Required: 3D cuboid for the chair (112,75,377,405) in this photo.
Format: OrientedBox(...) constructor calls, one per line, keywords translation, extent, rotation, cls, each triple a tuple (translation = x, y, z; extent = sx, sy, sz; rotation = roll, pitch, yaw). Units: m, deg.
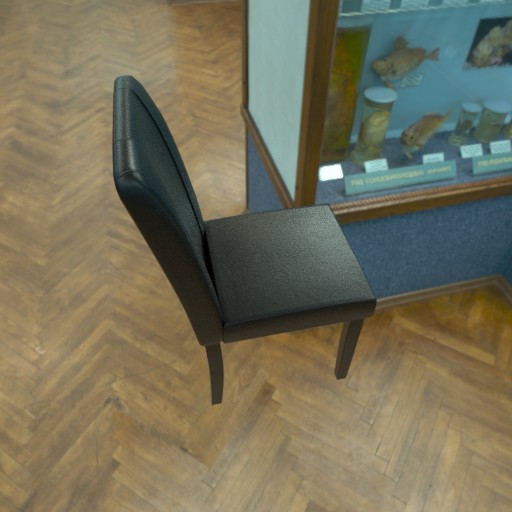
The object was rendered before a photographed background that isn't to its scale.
OrientedBox(translation=(0.000, 0.000, 1.196), extent=(0.556, 0.897, 0.399), rotation=(-9, 47, -8), cls="chair")
